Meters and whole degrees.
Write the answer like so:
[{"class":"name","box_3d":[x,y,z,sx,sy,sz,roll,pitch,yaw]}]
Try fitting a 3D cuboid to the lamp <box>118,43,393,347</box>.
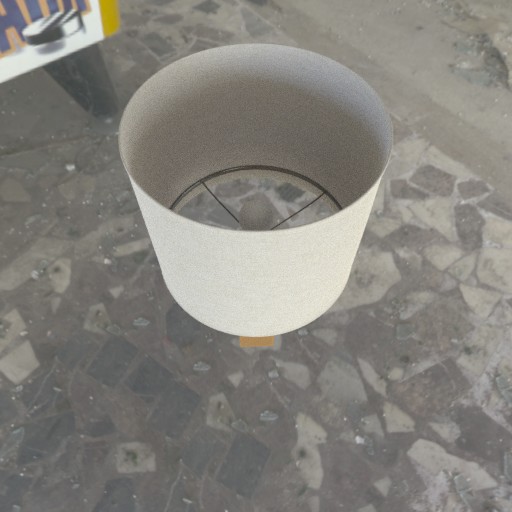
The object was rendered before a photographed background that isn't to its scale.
[{"class":"lamp","box_3d":[0.000,0.000,0.548,0.229,0.417,0.229,-1,57,-1]}]
